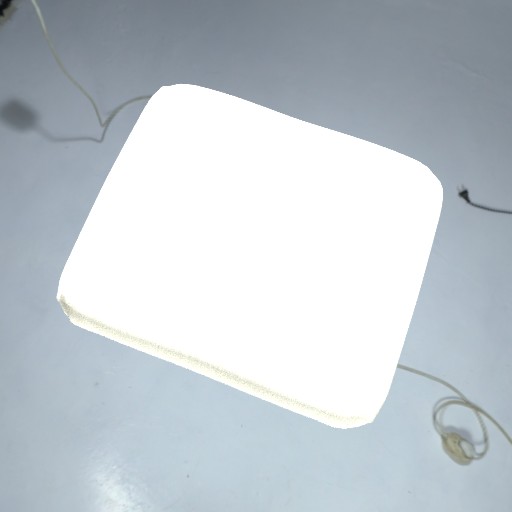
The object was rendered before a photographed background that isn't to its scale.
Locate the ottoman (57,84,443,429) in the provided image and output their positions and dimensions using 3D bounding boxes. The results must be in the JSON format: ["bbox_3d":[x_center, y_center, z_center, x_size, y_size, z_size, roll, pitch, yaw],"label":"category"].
[{"bbox_3d":[0.000,0.000,1.115,0.747,0.450,0.622,20,76,5],"label":"ottoman"}]
